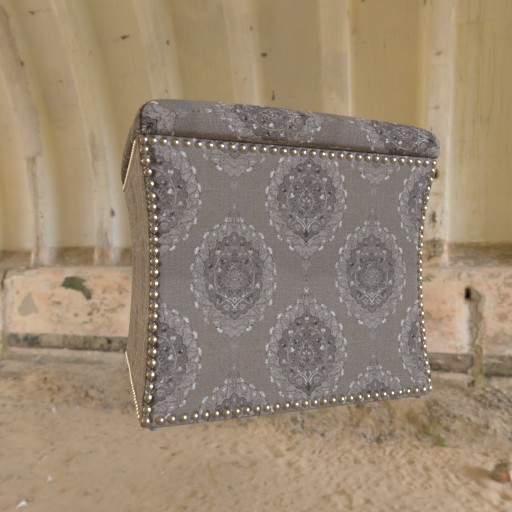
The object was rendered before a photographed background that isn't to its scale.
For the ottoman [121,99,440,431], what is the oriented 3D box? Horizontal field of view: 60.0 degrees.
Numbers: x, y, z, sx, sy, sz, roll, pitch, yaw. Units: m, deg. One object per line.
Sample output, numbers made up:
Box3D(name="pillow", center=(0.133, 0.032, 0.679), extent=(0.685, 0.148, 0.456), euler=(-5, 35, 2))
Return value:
Box3D(name="ottoman", center=(0.000, 0.000, 0.880), extent=(0.507, 0.473, 0.497), euler=(0, 0, -19))
